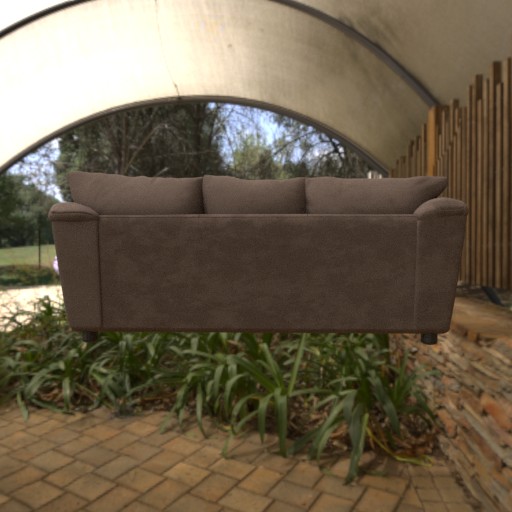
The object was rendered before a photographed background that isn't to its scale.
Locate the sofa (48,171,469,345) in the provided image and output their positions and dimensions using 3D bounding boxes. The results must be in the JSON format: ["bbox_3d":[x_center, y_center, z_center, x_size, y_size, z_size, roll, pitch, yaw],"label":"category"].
[{"bbox_3d":[0.000,0.000,2.784,2.377,0.981,0.893,0,1,2],"label":"sofa"}]
